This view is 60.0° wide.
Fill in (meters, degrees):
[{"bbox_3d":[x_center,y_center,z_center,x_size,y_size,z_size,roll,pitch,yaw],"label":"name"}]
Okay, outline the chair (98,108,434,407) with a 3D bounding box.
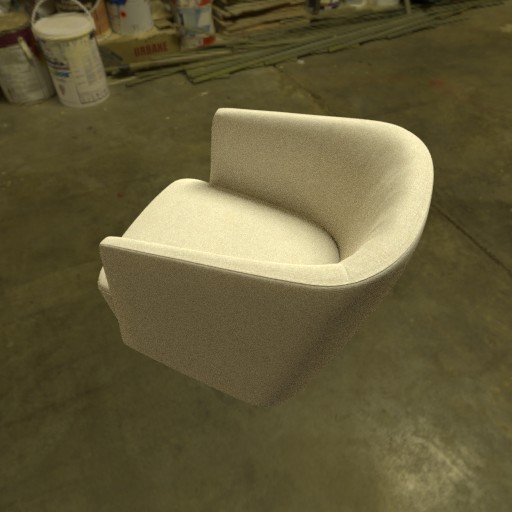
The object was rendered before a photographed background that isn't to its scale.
[{"bbox_3d":[0.000,0.000,1.578,0.986,0.861,0.822,15,49,14],"label":"chair"}]
